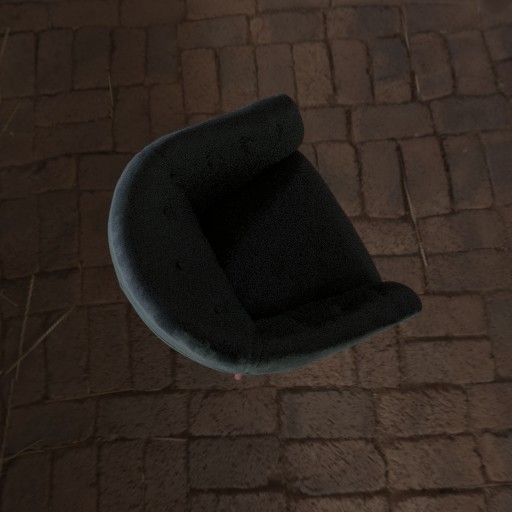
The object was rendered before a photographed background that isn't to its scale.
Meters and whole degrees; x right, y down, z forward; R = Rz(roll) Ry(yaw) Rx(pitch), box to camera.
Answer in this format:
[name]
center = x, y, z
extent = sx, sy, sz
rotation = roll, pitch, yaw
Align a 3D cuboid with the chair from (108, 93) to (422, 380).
[chair]
center = 0.000, 0.000, 1.534
extent = 0.776, 0.885, 0.851
rotation = -27, 77, -7
